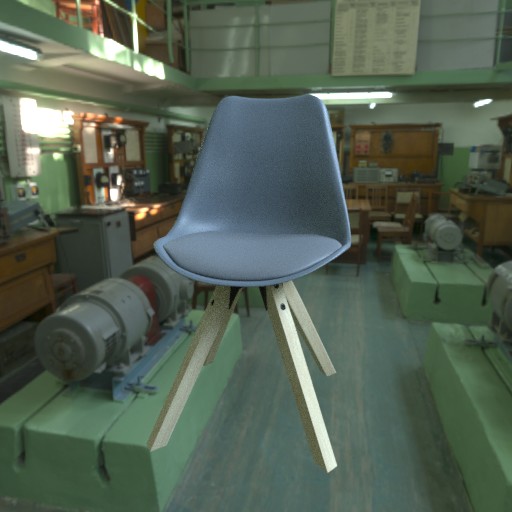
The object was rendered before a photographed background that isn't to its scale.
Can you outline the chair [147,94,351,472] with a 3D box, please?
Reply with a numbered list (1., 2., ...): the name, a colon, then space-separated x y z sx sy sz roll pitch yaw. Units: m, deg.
1. chair: 0.000 0.000 1.165 0.485 0.850 0.550 2 14 9
